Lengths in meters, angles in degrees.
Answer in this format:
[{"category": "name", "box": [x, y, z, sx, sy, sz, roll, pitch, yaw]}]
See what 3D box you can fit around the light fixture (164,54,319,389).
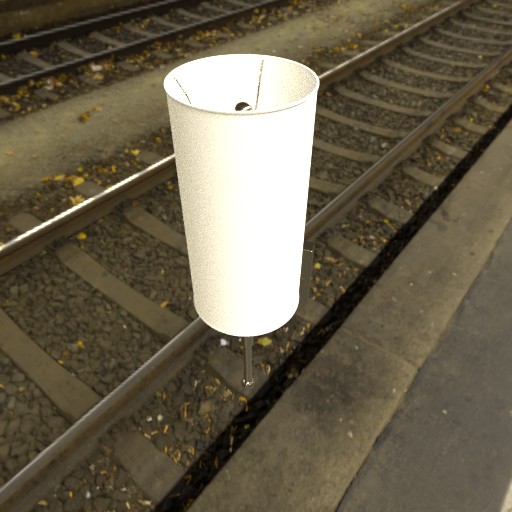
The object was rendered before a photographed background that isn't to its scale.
[{"category": "light fixture", "box": [0.000, 0.000, 0.551, 0.128, 0.462, 0.208, 12, 43, 13]}]
